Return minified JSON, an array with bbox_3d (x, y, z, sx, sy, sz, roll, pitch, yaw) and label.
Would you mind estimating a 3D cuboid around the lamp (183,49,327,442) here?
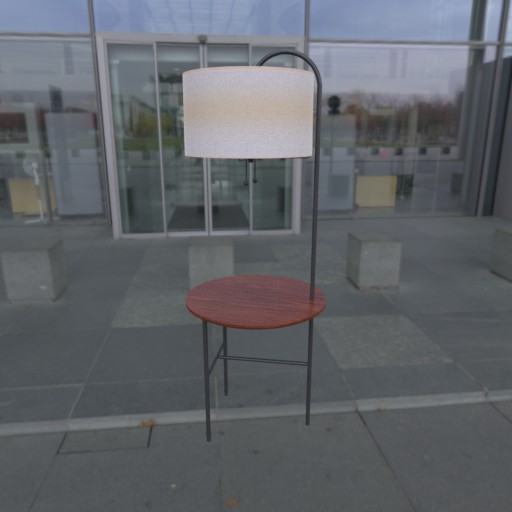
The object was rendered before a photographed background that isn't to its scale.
[{"bbox_3d":[0.000,0.000,1.776,0.573,1.517,0.573,0,16,0],"label":"lamp"}]
